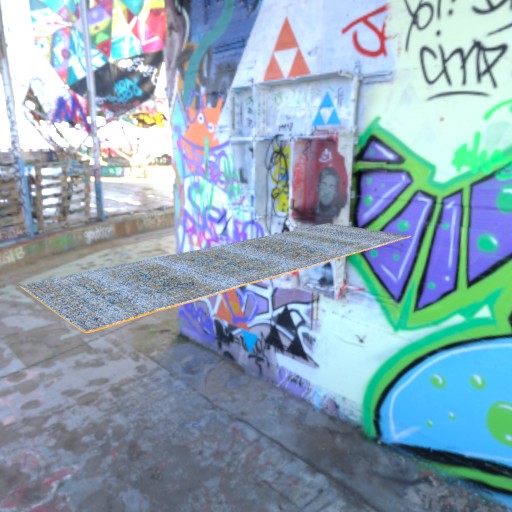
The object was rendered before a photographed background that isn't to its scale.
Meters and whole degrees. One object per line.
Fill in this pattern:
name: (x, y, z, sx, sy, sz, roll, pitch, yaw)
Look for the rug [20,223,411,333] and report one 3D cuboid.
rug: (0.000, 0.000, 2.525, 2.294, 0.014, 0.704, -14, 20, -42)
